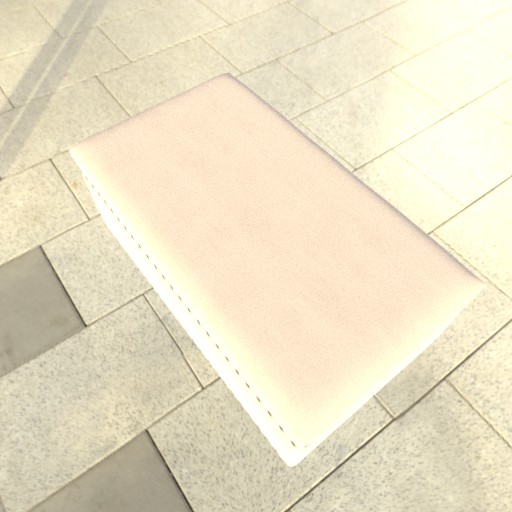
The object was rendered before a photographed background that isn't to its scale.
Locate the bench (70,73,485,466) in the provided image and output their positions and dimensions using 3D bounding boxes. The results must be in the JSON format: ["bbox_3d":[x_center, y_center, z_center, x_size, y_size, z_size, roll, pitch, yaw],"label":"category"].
[{"bbox_3d":[0.000,0.000,1.167,0.500,0.449,0.887,-34,64,-19],"label":"bench"}]
